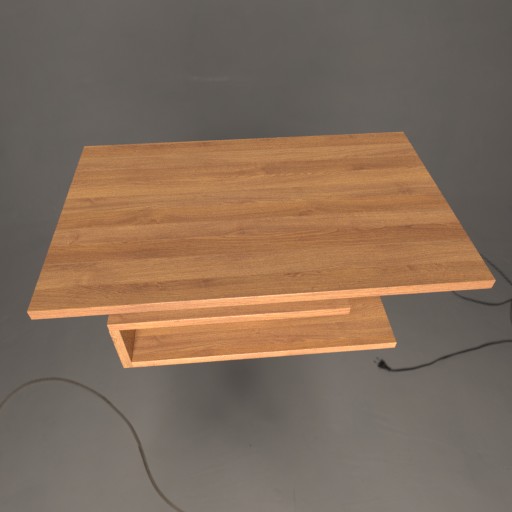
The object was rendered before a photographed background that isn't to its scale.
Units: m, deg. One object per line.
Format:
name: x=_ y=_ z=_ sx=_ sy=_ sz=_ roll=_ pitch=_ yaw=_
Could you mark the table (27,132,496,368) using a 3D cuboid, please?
table: x=0.000 y=0.000 z=1.436 sx=1.100 sy=0.442 sz=0.700 roll=-4 pitch=45 yaw=-3
